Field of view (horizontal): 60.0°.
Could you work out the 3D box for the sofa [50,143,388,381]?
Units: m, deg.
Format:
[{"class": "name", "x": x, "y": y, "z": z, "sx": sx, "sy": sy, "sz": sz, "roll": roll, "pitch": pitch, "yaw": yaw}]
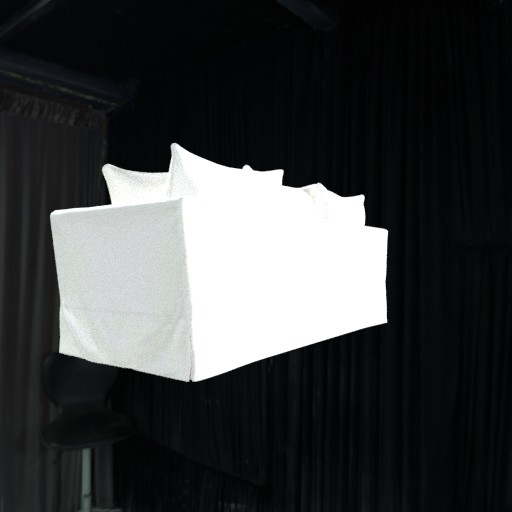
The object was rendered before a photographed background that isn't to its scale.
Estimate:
[{"class": "sofa", "x": 0.000, "y": 0.000, "z": 2.927, "sx": 1.031, "sy": 1.034, "sz": 2.290, "roll": -1, "pitch": -1, "yaw": 36}]
